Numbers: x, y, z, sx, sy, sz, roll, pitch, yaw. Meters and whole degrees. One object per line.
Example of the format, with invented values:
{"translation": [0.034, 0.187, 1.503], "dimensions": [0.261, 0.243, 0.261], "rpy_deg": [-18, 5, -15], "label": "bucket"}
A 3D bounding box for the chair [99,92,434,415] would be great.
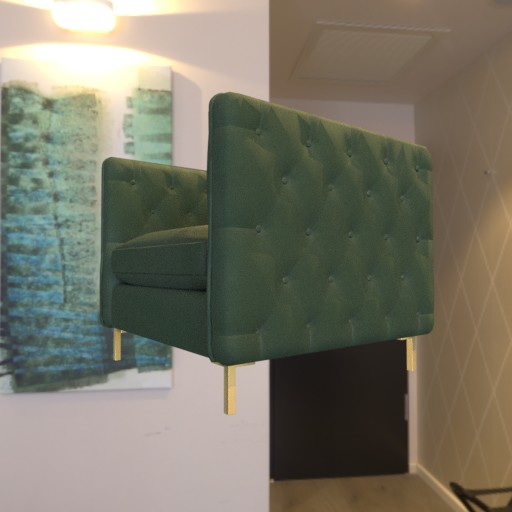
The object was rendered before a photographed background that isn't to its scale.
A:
{"translation": [0.000, 0.000, 1.575], "dimensions": [0.855, 0.768, 0.917], "rpy_deg": [1, -2, -37], "label": "chair"}
